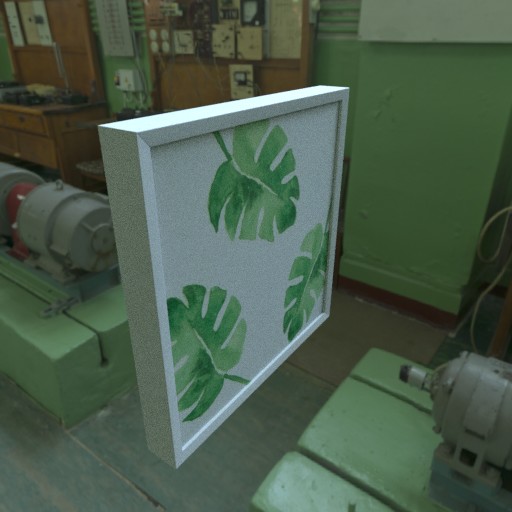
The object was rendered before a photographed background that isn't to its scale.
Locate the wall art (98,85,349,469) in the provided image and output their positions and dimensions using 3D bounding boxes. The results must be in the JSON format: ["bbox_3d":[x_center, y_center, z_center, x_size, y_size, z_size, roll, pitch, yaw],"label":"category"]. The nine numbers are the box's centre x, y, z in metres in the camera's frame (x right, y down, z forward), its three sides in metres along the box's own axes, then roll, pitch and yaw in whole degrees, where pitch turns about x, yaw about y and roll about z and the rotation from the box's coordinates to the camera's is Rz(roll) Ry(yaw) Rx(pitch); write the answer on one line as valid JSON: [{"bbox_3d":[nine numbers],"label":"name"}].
[{"bbox_3d":[0.000,0.000,0.460,0.038,0.305,0.305,18,32,31],"label":"wall art"}]
